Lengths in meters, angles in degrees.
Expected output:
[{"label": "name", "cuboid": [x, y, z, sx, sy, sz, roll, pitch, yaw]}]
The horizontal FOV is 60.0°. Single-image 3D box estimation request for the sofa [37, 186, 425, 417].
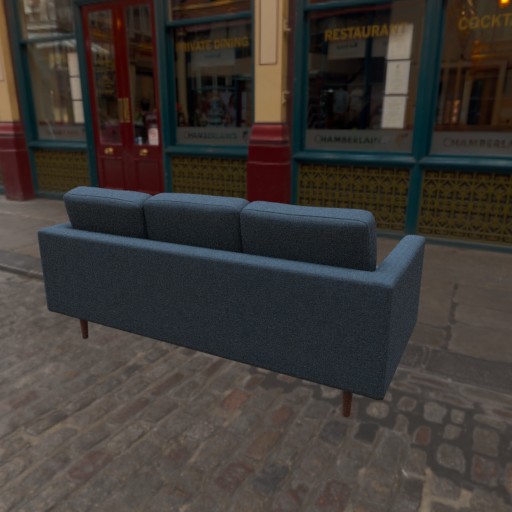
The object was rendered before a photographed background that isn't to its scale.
[{"label": "sofa", "cuboid": [0.000, 0.000, 2.906, 2.055, 0.957, 1.667, 8, 18, 27]}]
